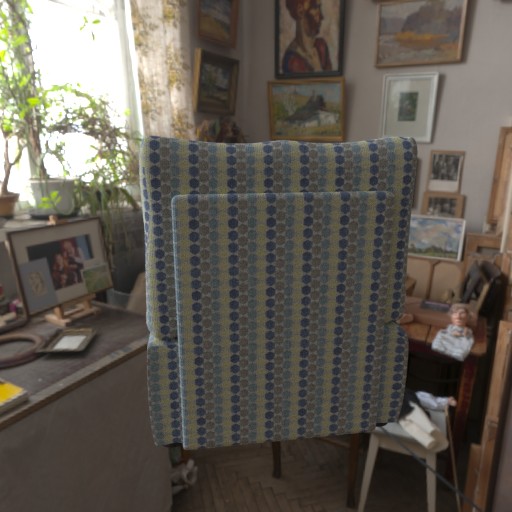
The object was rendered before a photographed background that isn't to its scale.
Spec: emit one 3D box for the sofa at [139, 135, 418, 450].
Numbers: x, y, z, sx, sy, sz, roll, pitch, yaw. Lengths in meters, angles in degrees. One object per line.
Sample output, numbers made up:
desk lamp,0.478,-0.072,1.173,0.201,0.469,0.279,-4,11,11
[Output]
sofa,0.000,0.000,1.573,0.700,0.820,1.000,-2,15,-8
